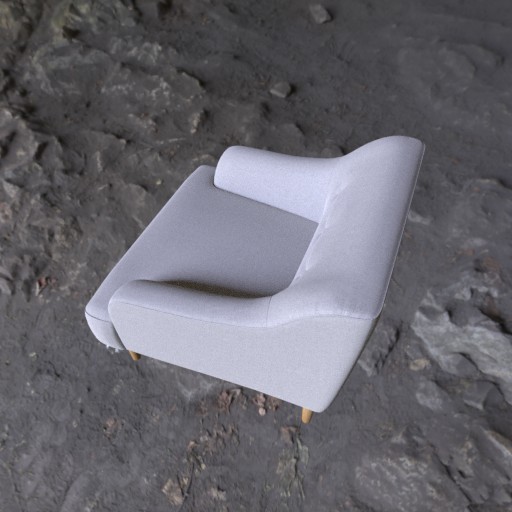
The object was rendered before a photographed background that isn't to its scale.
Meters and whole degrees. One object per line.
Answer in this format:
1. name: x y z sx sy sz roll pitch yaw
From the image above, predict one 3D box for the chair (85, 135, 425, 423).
1. chair: 0.000 0.000 1.684 0.951 0.818 0.946 17 50 15
